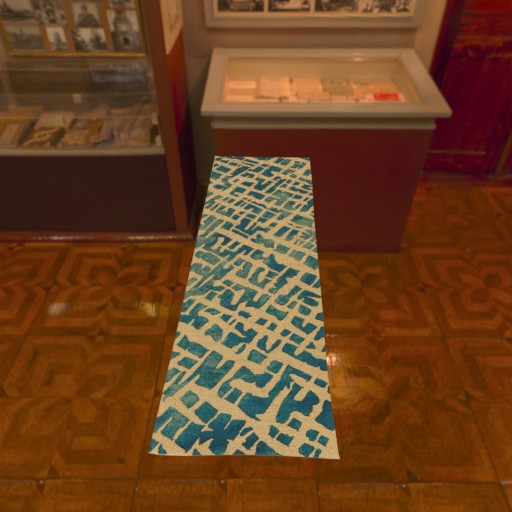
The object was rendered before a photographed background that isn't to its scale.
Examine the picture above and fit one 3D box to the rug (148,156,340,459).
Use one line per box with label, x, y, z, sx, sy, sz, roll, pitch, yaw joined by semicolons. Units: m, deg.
rug;0.000;0.000;2.683;0.768;0.011;2.446;2;41;2
